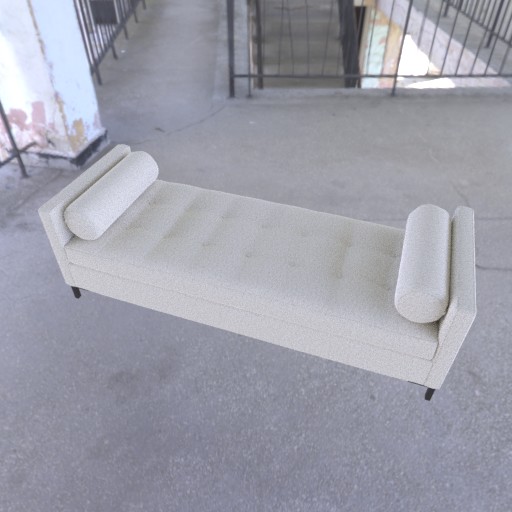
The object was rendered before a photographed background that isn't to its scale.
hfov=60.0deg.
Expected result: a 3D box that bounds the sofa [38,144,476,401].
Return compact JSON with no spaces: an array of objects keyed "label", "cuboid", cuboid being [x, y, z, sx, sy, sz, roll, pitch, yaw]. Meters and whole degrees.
[{"label":"sofa","cuboid":[0.000,0.000,2.322,1.985,0.641,0.746,13,43,14]}]
